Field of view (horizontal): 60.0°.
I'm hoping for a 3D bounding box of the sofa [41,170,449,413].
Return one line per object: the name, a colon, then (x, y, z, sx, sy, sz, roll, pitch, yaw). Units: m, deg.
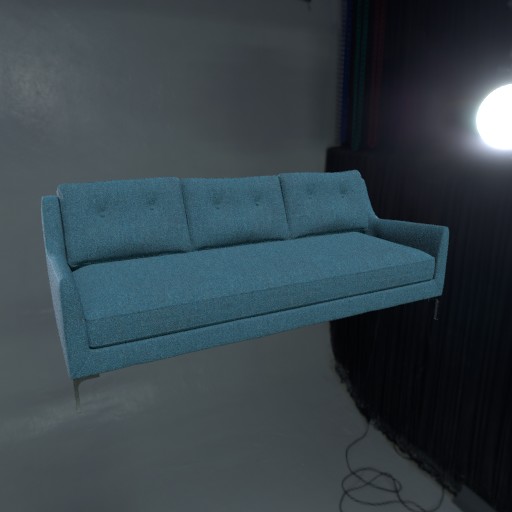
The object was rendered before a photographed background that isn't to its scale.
sofa: (0.000, 0.000, 2.429, 2.060, 0.837, 0.849, -8, 17, -26)
